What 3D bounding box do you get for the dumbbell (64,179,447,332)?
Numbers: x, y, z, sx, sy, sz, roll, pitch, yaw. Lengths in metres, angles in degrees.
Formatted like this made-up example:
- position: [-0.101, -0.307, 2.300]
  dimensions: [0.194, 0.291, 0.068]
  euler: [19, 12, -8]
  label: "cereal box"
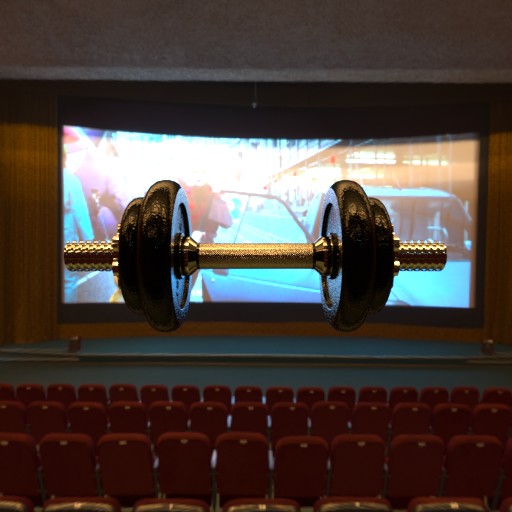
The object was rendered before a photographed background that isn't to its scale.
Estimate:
- position: [0.000, 0.000, 0.594]
  dimensions: [0.497, 0.202, 0.202]
  euler: [0, 1, -1]
  label: "dumbbell"
